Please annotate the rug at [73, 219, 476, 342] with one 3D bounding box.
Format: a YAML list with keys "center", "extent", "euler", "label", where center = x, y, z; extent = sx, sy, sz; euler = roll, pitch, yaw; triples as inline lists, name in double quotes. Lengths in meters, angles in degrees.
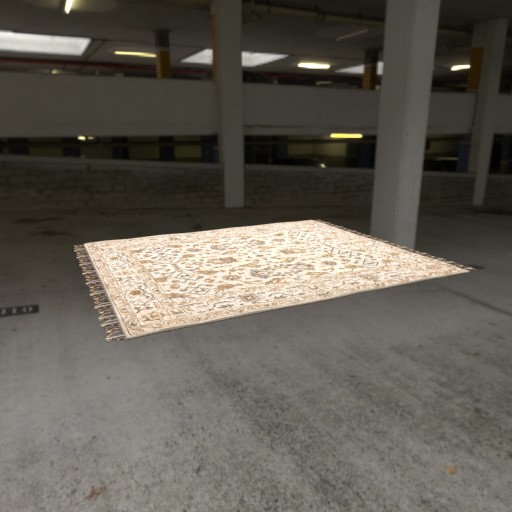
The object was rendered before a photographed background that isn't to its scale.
- center: [0.000, 0.000, 4.191]
  extent: [3.061, 0.034, 2.426]
  euler: [-8, 18, -25]
  label: "rug"
